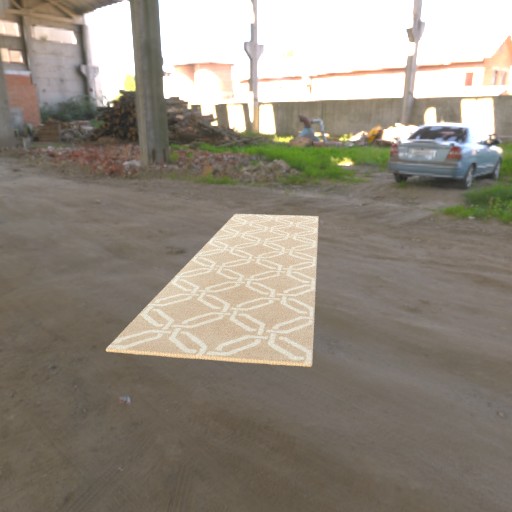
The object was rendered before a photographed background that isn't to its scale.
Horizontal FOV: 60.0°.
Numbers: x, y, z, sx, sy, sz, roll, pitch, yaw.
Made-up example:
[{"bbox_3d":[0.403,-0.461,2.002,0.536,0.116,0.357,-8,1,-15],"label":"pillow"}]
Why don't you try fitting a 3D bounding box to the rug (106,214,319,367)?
[{"bbox_3d":[0.000,0.000,2.492,0.678,0.014,2.276,2,17,8],"label":"rug"}]
